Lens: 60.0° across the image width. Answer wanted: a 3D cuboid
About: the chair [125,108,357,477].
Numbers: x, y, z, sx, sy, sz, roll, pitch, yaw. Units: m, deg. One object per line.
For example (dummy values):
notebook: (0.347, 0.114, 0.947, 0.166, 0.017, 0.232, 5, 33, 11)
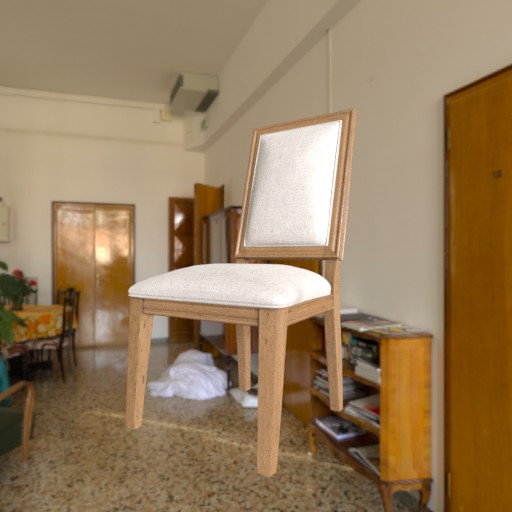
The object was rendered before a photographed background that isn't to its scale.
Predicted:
chair: (0.000, 0.000, 1.378, 0.536, 0.988, 0.601, 0, 0, 35)
